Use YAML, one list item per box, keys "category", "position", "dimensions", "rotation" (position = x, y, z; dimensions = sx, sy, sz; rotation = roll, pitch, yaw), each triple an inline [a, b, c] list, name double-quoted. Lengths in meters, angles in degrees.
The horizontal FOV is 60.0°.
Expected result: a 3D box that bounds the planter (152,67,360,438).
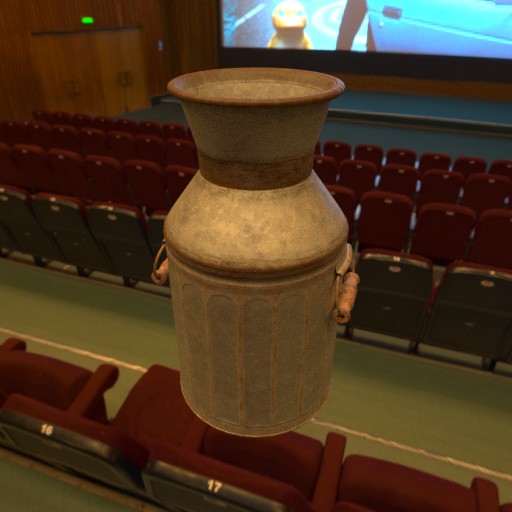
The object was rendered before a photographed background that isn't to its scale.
- category: "planter"
  position: [0.000, 0.000, 0.531]
  dimensions: [0.245, 0.396, 0.214]
  rotation: [10, 33, 16]
